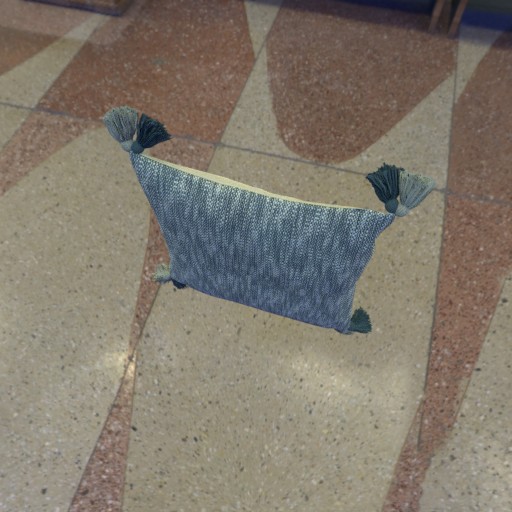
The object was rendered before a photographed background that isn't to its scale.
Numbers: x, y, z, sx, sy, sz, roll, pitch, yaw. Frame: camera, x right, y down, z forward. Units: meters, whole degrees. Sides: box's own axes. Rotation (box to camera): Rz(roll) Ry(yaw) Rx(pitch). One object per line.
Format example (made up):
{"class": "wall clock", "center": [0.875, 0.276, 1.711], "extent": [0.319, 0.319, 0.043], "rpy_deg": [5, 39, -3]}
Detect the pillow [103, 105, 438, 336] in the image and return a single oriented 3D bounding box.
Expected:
{"class": "pillow", "center": [0.000, 0.000, 0.952], "extent": [0.614, 0.634, 0.138], "rpy_deg": [15, 60, 9]}
